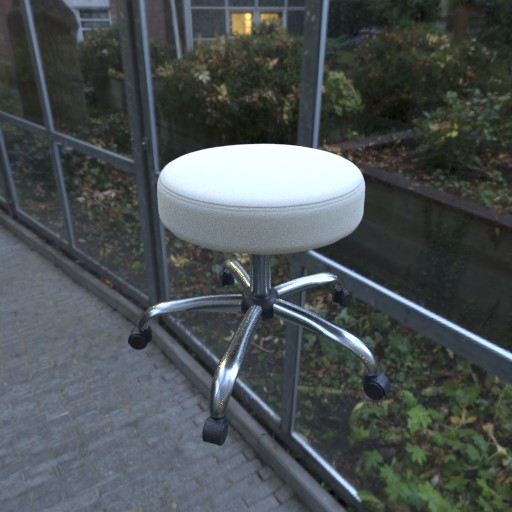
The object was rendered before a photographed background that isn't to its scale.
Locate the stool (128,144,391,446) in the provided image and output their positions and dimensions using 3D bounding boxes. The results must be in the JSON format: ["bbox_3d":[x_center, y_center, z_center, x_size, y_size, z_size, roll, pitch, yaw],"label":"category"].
[{"bbox_3d":[0.000,0.000,1.044,0.634,0.482,0.614,-9,29,-17],"label":"stool"}]
